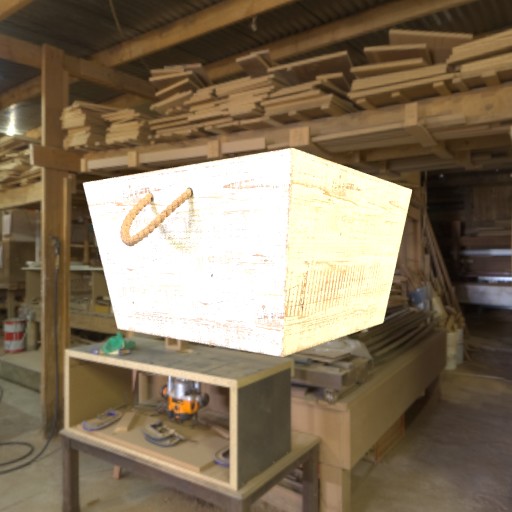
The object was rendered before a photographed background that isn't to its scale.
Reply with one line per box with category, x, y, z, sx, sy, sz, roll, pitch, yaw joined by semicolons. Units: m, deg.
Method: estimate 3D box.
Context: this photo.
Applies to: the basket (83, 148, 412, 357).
basket;0.000;0.000;0.781;0.413;0.247;0.545;0;1;37
